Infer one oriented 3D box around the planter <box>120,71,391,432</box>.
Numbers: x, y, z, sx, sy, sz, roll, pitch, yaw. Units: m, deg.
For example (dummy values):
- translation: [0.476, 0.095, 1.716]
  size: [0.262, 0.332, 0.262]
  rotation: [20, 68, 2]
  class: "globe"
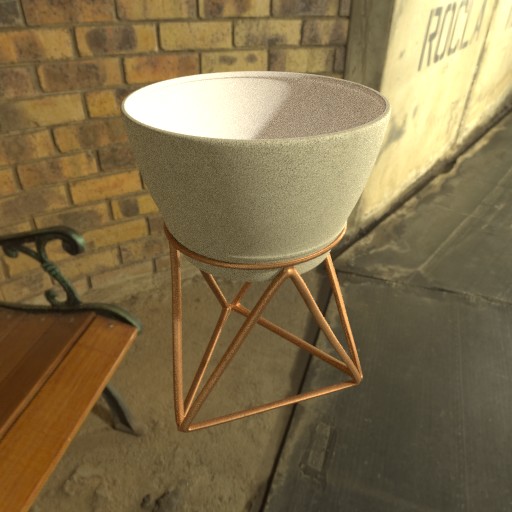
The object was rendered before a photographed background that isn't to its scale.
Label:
- translation: [0.000, 0.000, 0.727]
  size: [0.350, 0.504, 0.350]
  rotation: [-11, 35, -16]
  class: "planter"
